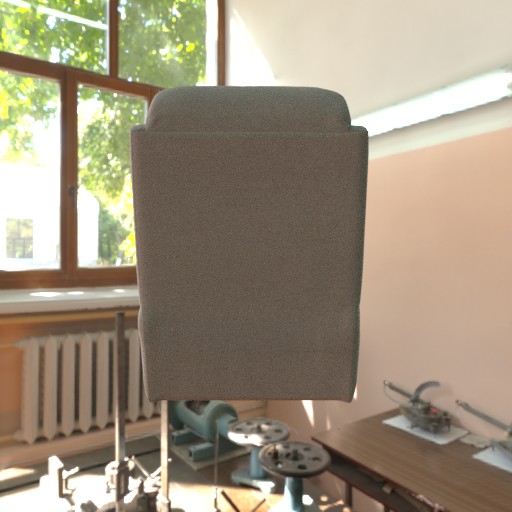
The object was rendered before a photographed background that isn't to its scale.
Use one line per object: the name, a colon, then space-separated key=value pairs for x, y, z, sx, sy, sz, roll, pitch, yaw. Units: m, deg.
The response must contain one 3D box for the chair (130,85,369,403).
chair: x=0.000 y=0.000 z=1.732 sx=0.798 sy=1.013 sz=1.043 roll=0 pitch=0 yaw=0
